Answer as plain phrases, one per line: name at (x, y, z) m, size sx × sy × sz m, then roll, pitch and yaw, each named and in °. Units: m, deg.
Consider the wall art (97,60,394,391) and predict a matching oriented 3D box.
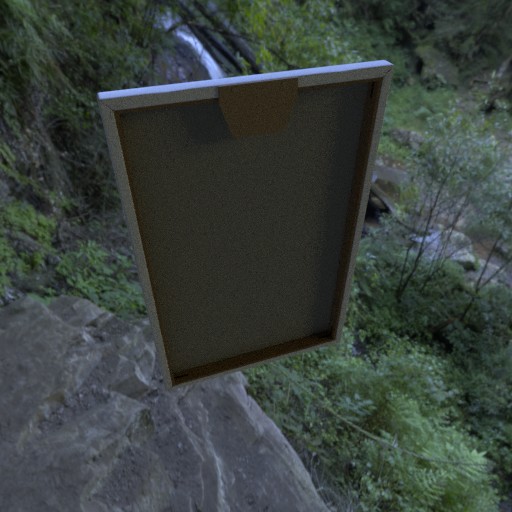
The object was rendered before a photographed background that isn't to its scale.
wall art at (0.000, 0.000, 1.164) m, size 0.602 × 0.916 × 0.048 m, roll -12°, pitch 42°, yaw -14°
